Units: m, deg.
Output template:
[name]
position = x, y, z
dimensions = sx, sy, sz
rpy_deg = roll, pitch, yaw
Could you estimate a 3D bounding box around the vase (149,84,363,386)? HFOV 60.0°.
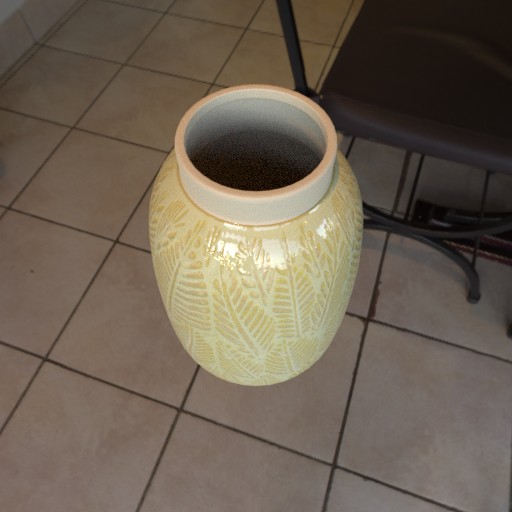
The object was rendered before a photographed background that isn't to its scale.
[vase]
position = 0.000, 0.000, 0.376
dimensions = 0.172, 0.270, 0.172
rpy_deg = 0, 58, 0
